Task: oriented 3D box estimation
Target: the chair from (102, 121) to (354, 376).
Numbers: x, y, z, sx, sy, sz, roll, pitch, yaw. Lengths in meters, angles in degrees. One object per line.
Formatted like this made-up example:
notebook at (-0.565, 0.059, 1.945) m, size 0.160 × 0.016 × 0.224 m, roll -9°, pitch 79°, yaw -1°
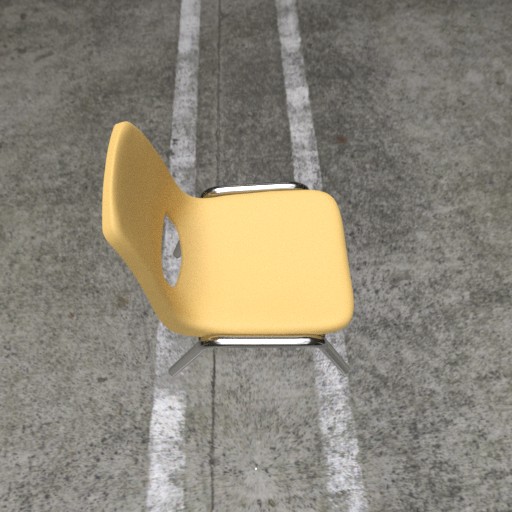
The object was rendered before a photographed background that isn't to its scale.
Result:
chair at (0.000, 0.000, 0.851) m, size 0.423 × 0.586 × 0.354 m, roll -2°, pitch 64°, yaw -1°
